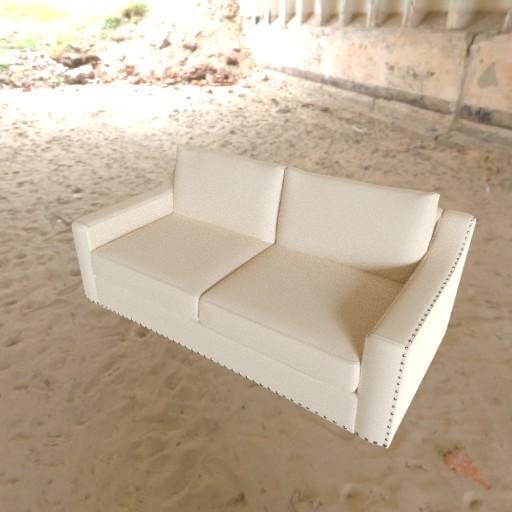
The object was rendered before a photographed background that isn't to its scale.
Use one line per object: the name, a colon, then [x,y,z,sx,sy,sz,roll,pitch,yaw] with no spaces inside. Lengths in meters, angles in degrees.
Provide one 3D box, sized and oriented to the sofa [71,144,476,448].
sofa: [0.000,0.000,2.272,1.812,0.830,0.949,18,33,30]
